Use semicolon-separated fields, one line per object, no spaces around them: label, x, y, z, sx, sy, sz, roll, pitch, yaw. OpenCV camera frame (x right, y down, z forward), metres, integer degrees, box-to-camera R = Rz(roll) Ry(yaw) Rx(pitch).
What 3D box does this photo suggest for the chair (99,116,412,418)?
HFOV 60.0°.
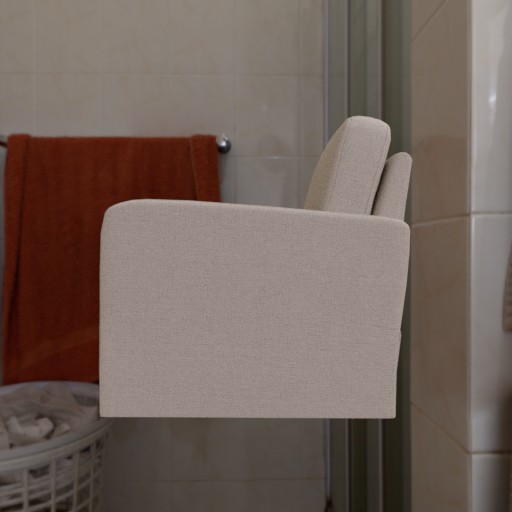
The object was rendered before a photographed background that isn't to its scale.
chair;0.000;0.000;1.517;0.888;0.827;0.755;0;1;1
